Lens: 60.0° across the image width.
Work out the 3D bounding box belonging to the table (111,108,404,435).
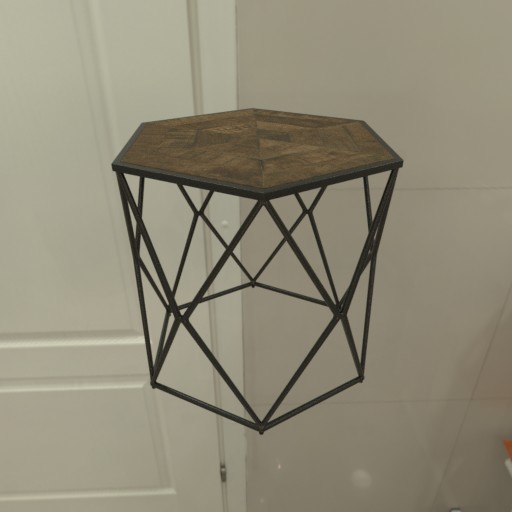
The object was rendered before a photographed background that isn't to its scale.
[{"bbox_3d":[0.000,0.000,1.058,0.579,0.564,0.578,-1,31,-2],"label":"table"}]
